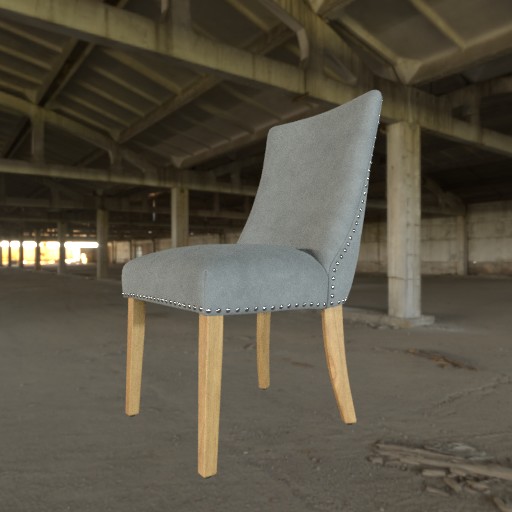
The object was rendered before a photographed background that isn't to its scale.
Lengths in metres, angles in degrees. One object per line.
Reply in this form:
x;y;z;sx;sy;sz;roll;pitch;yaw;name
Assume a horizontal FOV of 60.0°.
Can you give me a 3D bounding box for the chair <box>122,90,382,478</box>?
0.000;0.000;1.239;0.610;0.902;0.495;0;0;-36;chair
